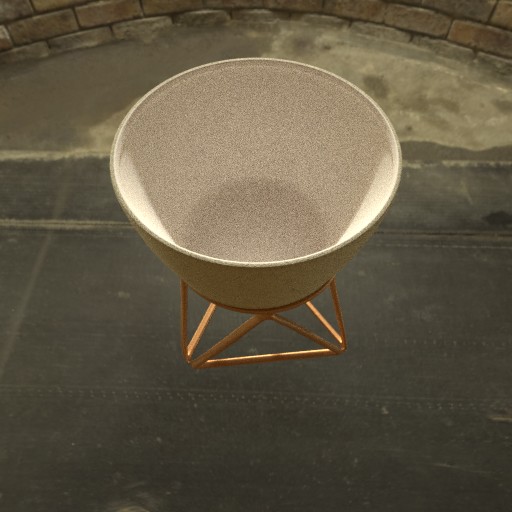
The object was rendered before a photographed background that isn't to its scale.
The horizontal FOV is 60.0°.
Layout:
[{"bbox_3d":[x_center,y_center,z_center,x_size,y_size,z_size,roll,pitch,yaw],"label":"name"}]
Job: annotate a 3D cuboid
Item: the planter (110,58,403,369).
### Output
[{"bbox_3d":[0.000,0.000,0.748,0.350,0.504,0.350,-32,63,-19],"label":"planter"}]
